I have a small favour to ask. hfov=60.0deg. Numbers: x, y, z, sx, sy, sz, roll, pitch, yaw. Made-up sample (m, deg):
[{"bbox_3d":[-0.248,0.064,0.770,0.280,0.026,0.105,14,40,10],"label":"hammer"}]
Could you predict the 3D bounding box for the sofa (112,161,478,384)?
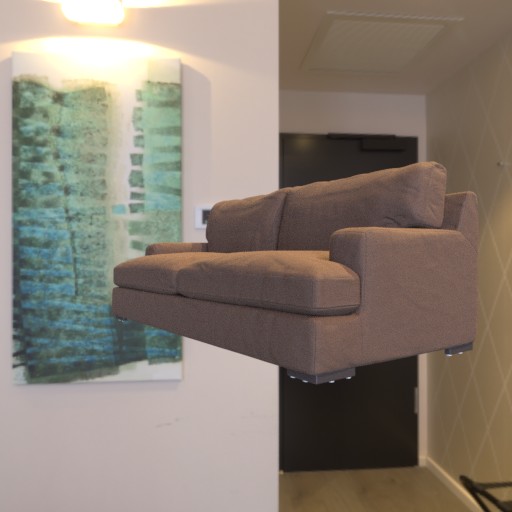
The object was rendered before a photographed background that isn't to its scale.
[{"bbox_3d":[0.000,0.000,2.783,1.140,0.950,2.274,0,-1,-36],"label":"sofa"}]
